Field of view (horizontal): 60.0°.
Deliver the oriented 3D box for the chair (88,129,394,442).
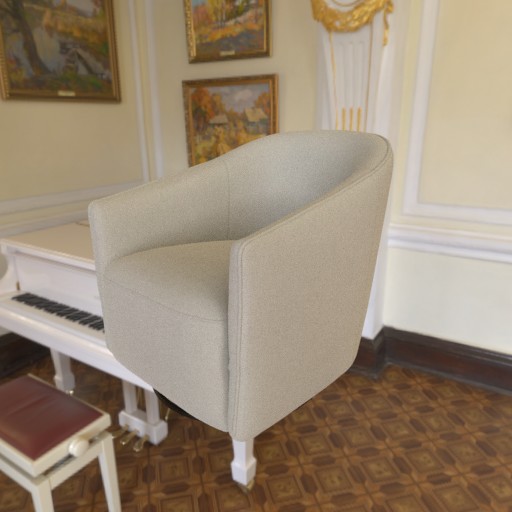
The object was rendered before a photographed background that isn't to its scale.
[{"bbox_3d":[0.000,0.000,1.474,0.747,0.799,0.875,16,23,42],"label":"chair"}]
